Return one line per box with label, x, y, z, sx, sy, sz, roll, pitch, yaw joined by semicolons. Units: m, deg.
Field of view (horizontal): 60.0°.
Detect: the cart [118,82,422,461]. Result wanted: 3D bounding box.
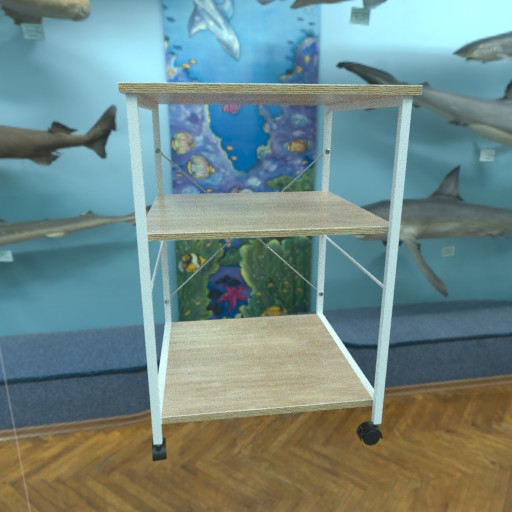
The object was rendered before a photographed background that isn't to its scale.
cart;0.000;0.000;1.103;0.521;0.762;0.520;-2;17;-7
